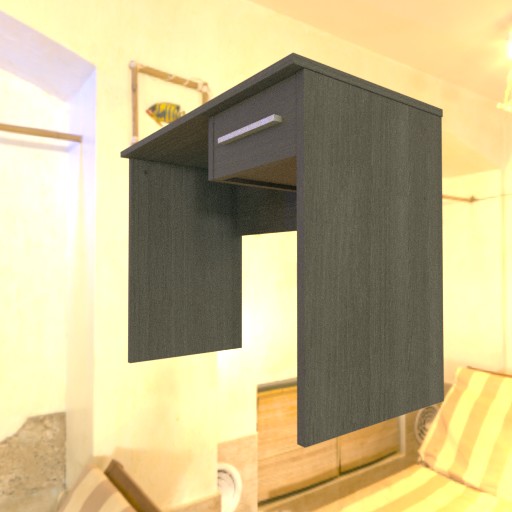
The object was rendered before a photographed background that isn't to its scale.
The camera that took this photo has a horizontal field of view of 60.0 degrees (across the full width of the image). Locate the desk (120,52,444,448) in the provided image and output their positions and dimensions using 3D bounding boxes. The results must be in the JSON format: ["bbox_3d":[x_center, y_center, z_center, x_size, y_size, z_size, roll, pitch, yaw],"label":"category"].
[{"bbox_3d":[0.000,0.000,1.308,0.498,0.724,0.893,1,-1,-37],"label":"desk"}]
